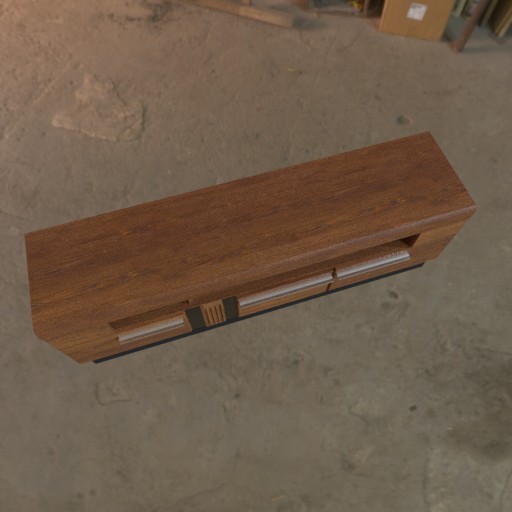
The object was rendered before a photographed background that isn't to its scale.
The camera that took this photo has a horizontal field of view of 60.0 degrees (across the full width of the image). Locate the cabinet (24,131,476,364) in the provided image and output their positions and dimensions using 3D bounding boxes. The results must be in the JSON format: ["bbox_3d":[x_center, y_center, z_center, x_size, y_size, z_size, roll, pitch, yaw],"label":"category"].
[{"bbox_3d":[0.000,0.000,1.827,1.600,0.510,0.419,-16,64,-8],"label":"cabinet"}]
